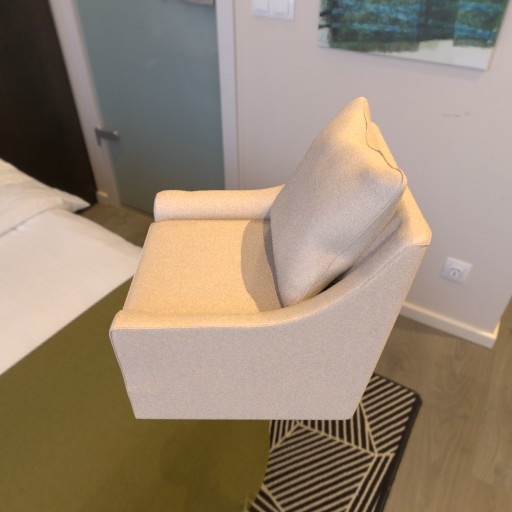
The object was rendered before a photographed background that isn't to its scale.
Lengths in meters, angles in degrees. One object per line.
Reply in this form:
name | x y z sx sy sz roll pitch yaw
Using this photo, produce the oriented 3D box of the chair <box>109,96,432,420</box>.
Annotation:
chair | 0.000 0.000 1.575 0.876 0.942 0.760 0 39 0
